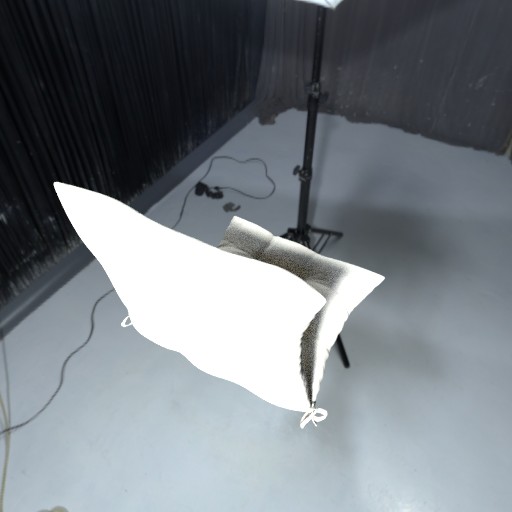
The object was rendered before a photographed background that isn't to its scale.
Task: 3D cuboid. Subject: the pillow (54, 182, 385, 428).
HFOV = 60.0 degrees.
[{"bbox_3d":[0.000,0.000,1.001,0.541,0.536,0.585,23,50,21],"label":"pillow"}]
